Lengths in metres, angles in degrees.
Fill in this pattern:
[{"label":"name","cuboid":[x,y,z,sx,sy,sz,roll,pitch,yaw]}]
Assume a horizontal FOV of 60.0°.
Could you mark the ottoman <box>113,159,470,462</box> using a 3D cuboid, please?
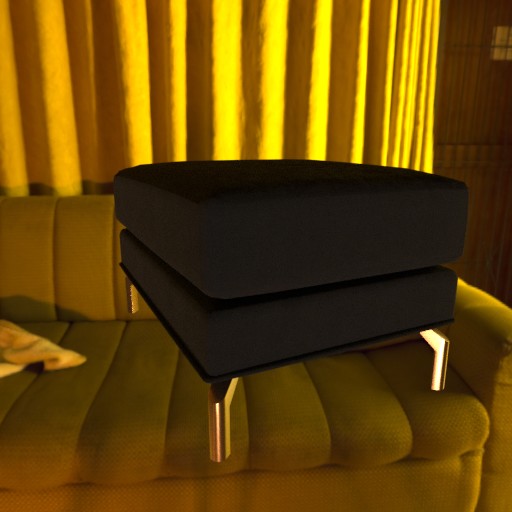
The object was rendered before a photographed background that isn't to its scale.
[{"label":"ottoman","cuboid":[0.000,0.000,1.174,0.587,0.498,0.835,-7,16,-25]}]
